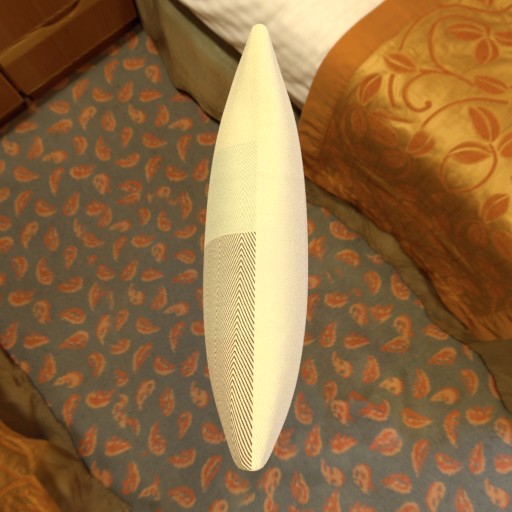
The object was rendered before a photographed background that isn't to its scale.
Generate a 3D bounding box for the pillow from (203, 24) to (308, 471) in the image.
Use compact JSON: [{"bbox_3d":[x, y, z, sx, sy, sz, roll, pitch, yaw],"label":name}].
[{"bbox_3d":[0.000,0.000,0.614,0.139,0.305,0.506,1,76,0],"label":"pillow"}]
